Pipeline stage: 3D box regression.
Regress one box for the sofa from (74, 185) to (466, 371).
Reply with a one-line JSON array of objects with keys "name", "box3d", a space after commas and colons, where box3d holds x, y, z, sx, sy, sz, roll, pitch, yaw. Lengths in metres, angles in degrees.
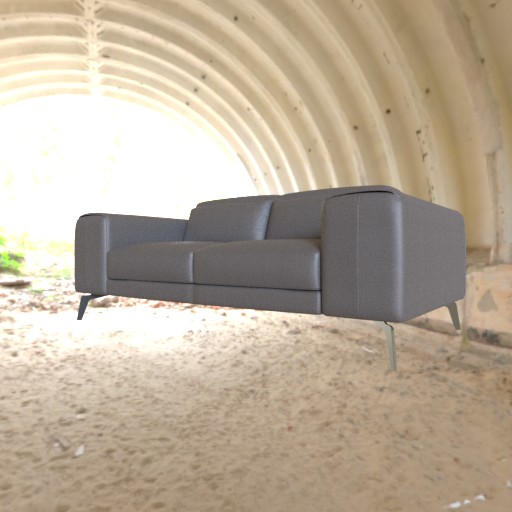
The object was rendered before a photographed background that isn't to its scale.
[{"name": "sofa", "box3d": [0.000, 0.000, 2.423, 1.930, 0.753, 1.024, 0, 1, 36]}]
